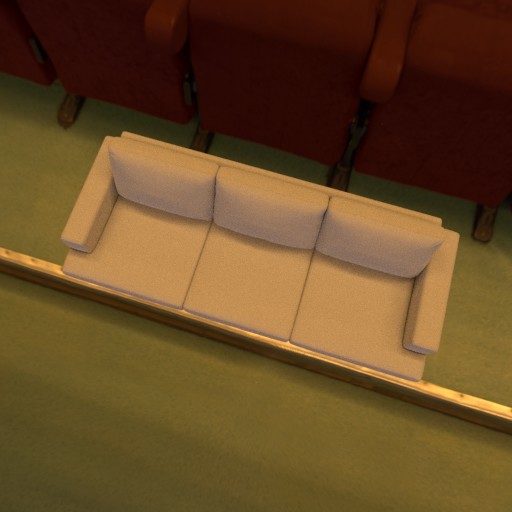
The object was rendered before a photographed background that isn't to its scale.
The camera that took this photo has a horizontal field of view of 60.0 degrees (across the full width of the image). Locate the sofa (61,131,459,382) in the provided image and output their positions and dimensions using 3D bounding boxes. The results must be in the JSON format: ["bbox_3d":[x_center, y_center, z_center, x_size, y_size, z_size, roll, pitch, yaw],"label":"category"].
[{"bbox_3d":[0.000,0.000,2.795,2.310,0.810,0.920,16,75,5],"label":"sofa"}]
